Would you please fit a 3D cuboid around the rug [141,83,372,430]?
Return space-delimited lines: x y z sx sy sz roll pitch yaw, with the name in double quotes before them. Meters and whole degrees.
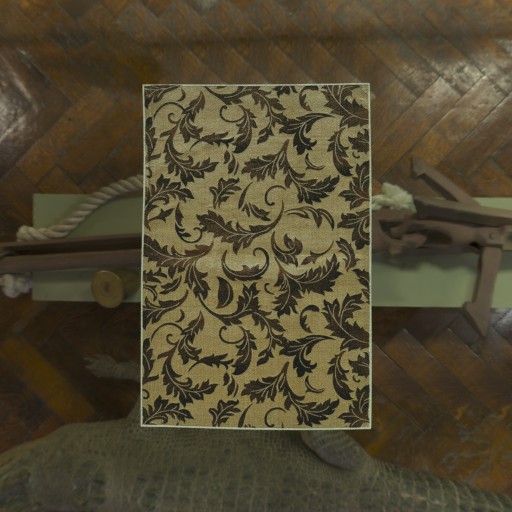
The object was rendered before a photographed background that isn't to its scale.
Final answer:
"rug" 0.000 0.000 2.927 1.522 0.008 2.284 0 89 1
